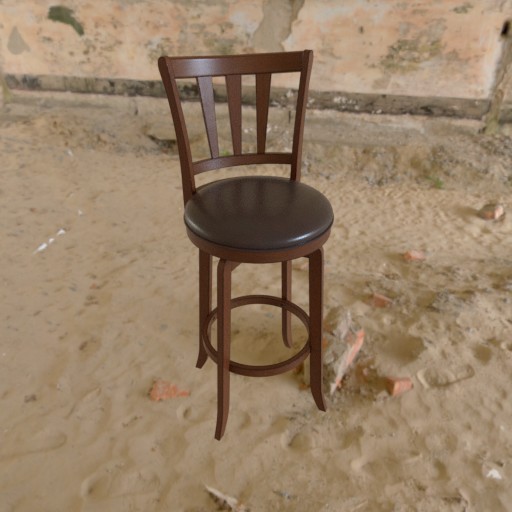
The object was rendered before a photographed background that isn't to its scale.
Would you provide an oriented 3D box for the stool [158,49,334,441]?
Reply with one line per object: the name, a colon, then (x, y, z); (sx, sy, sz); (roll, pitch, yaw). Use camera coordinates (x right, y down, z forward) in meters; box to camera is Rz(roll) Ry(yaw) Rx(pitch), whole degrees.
stool: (0.000, 0.000, 1.447); (0.464, 1.177, 0.503); (-9, 33, -15)
